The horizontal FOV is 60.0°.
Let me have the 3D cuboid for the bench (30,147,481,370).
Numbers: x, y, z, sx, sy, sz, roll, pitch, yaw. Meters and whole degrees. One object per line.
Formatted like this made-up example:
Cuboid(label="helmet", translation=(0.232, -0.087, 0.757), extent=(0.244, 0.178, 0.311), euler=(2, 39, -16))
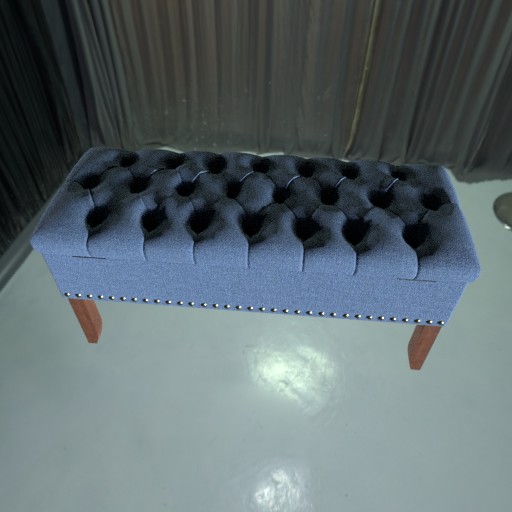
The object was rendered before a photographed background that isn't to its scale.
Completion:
Cuboid(label="bench", translation=(0.000, 0.000, 1.305), extent=(1.052, 0.492, 0.417), euler=(4, 45, 4))
